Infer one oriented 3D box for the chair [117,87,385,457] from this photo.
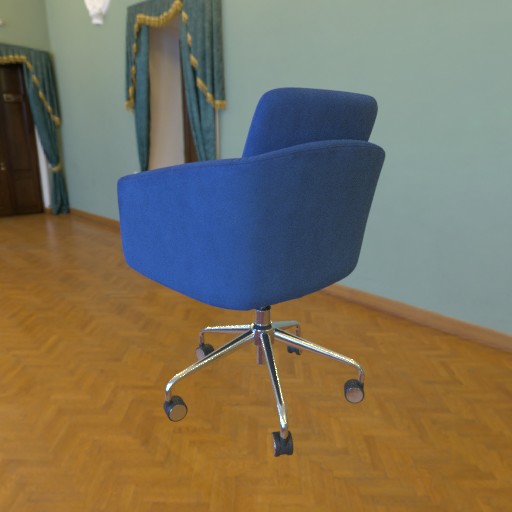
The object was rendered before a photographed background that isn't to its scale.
[{"bbox_3d":[0.000,0.000,1.343,0.635,0.908,0.641,15,21,43],"label":"chair"}]
